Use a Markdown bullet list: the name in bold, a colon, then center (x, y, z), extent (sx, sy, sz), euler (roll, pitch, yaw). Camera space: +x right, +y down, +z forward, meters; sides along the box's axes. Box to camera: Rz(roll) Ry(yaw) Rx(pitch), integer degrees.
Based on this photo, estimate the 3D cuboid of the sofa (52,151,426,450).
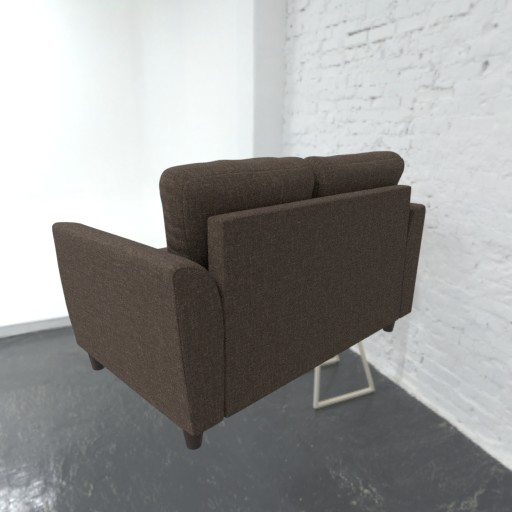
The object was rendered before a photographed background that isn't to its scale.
- **sofa**: center (0.000, 0.000, 1.945), extent (1.423, 0.885, 0.851), euler (-15, 22, -42)
